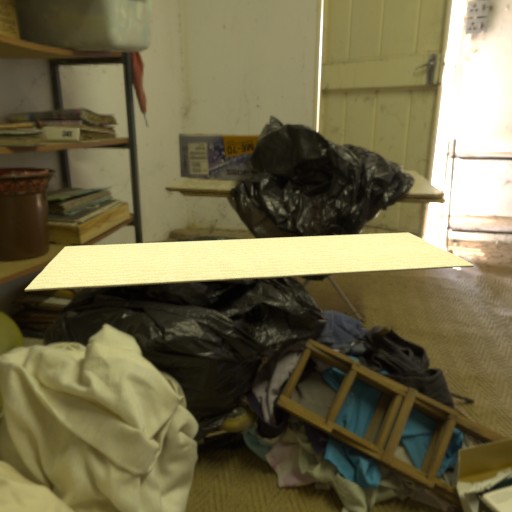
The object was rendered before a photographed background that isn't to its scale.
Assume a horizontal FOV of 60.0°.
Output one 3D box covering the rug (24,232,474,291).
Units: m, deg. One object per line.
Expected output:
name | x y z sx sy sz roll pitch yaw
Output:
rug | 0.000 0.000 2.748 2.450 0.014 0.793 -3 17 -9
